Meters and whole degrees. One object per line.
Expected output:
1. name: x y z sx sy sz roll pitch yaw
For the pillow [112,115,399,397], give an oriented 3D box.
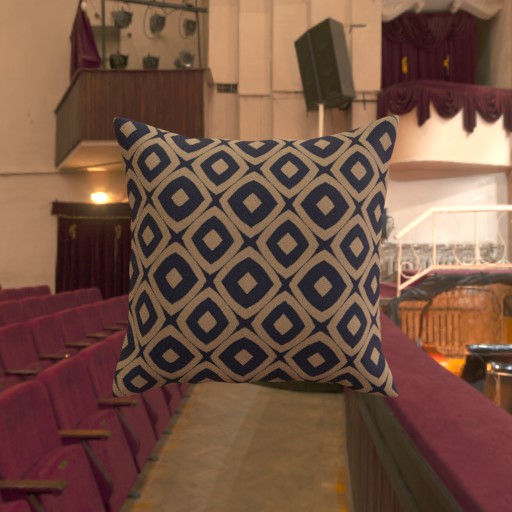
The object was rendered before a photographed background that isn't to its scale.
1. pillow: 0.000 0.000 0.780 0.504 0.494 0.188 0 -1 0
